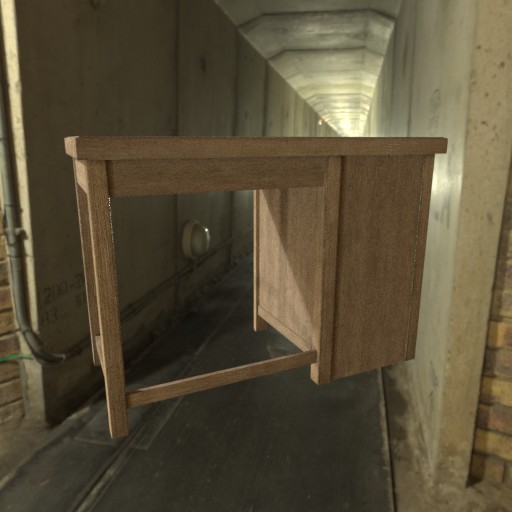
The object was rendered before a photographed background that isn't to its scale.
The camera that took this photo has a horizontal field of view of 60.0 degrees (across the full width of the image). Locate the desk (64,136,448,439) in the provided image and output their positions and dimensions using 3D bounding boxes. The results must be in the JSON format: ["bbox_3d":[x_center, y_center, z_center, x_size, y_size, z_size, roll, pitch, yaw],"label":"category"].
[{"bbox_3d":[0.000,0.000,1.761,1.289,0.912,0.610,-7,16,-24],"label":"desk"}]
